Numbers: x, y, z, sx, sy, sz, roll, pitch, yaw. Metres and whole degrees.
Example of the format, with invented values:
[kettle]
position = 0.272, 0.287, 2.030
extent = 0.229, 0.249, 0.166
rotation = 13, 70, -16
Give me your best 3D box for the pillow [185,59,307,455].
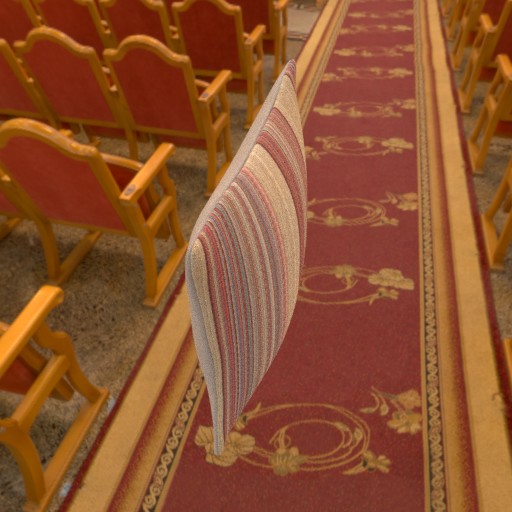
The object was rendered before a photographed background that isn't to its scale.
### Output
[pillow]
position = 0.000, 0.000, 0.654
extent = 0.136, 0.419, 0.437
rotation = 10, 45, 10
